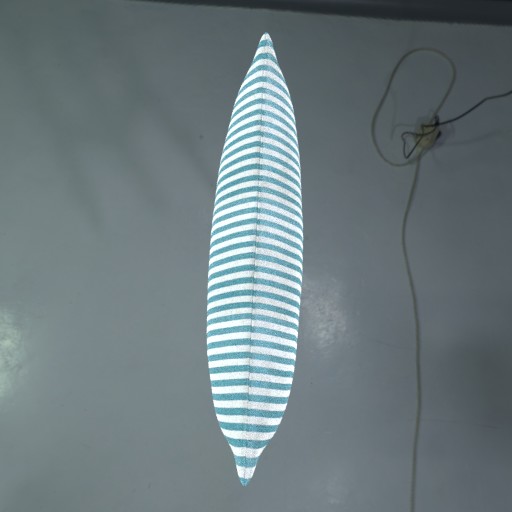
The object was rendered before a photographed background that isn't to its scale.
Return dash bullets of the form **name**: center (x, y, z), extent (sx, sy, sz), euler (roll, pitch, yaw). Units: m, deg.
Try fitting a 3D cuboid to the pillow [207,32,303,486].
- **pillow**: center (0.000, 0.000, 0.723), extent (0.151, 0.295, 0.617), euler (3, 76, 1)
